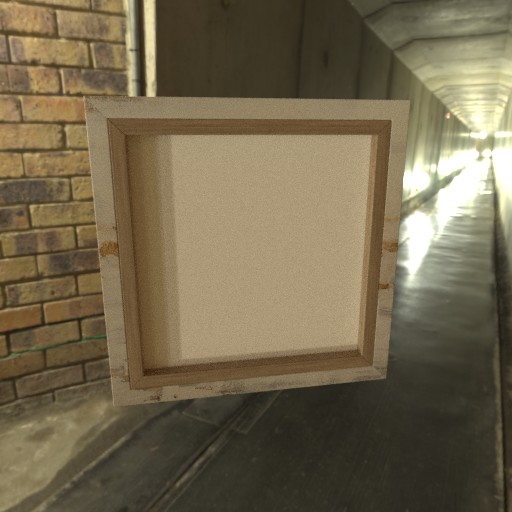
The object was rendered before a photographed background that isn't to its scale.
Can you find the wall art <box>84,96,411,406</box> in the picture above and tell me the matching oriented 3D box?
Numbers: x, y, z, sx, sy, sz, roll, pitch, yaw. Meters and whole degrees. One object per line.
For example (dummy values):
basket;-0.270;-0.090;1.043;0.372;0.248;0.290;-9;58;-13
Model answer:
wall art;0.000;0.000;0.915;0.611;0.613;0.040;-3;16;-10
